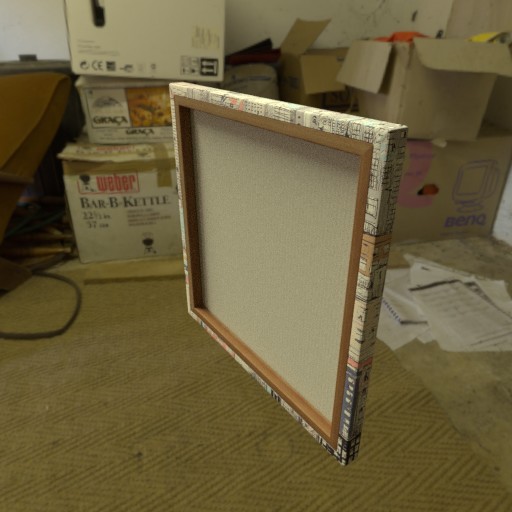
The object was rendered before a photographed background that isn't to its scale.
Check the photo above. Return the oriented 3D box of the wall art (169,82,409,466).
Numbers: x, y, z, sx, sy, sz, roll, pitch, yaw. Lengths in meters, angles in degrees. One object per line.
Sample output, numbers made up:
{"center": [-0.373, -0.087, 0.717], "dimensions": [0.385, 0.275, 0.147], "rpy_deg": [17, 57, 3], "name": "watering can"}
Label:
{"center": [0.000, 0.000, 0.900], "dimensions": [0.038, 0.608, 0.607], "rpy_deg": [-18, 32, -31], "name": "wall art"}
